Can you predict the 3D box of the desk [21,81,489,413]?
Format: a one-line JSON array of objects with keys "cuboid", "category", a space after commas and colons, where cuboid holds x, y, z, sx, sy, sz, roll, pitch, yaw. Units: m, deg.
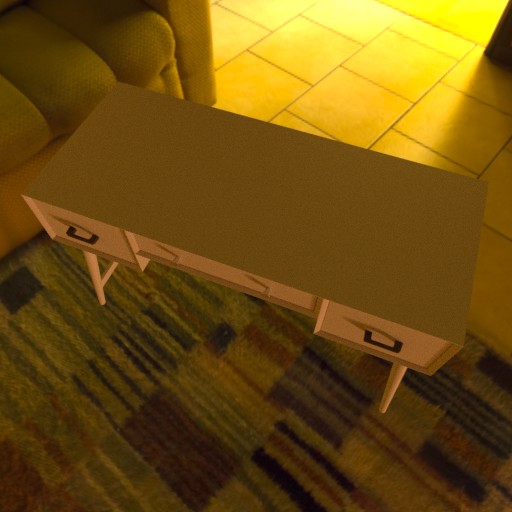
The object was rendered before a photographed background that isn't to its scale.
[{"cuboid": [0.000, 0.000, 1.674, 1.313, 0.762, 0.589, 18, 60, 11], "category": "desk"}]
